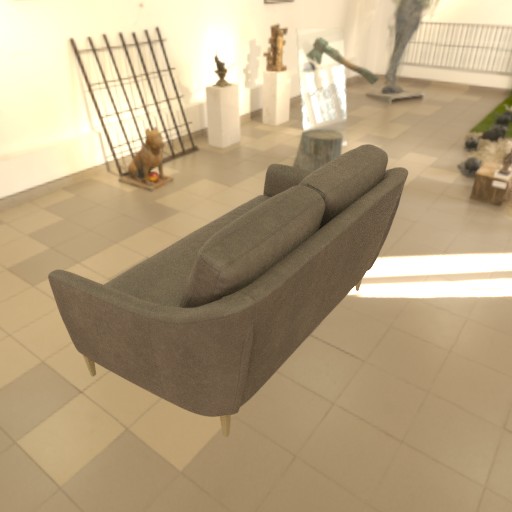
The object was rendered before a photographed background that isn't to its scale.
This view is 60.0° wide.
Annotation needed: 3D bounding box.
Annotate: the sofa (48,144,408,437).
[{"bbox_3d":[0.000,0.000,2.188,0.960,0.902,1.619,21,38,30],"label":"sofa"}]
